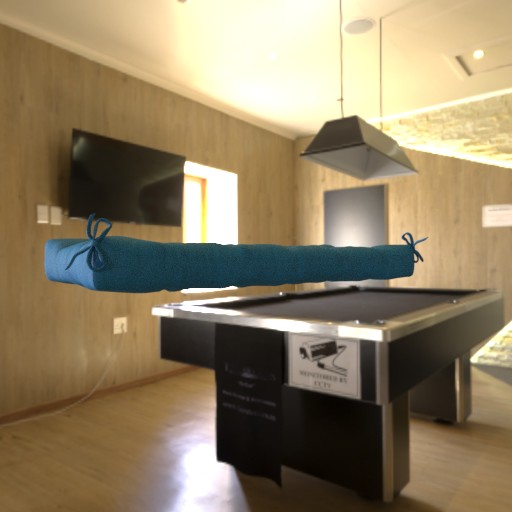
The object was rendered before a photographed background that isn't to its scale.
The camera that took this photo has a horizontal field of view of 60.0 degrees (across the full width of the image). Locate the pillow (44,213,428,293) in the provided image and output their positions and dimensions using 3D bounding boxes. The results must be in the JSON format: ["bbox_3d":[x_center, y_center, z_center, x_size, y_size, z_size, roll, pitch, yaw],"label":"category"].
[{"bbox_3d":[0.000,0.000,1.366,1.194,0.174,0.511,0,0,-37],"label":"pillow"}]
